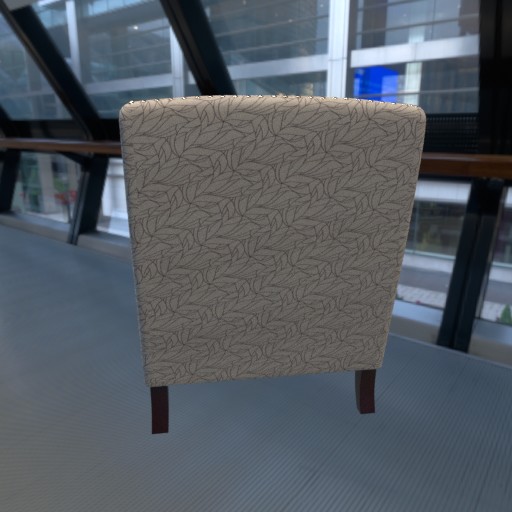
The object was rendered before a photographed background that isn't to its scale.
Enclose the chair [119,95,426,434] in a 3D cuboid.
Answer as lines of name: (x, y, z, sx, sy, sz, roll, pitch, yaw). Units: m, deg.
chair: (0.000, 0.000, 1.268, 0.623, 0.816, 0.651, -2, 15, -8)
